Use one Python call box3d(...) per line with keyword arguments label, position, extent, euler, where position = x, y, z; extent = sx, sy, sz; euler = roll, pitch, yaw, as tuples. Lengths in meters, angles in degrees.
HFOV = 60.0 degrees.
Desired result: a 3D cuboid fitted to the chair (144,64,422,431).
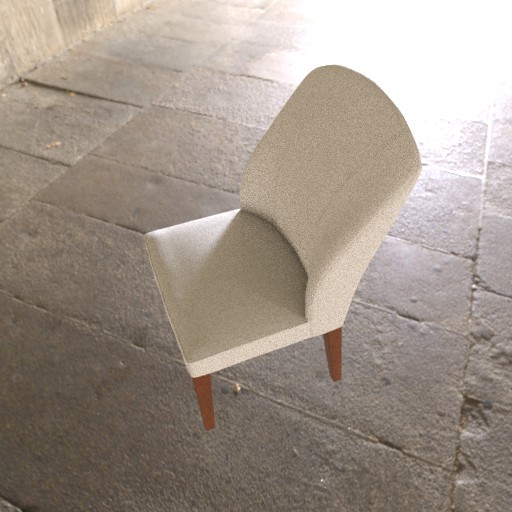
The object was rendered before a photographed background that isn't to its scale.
box3d(label="chair", position=(0.000, 0.000, 1.198), extent=(0.540, 0.893, 0.472), euler=(-16, 48, -15))
